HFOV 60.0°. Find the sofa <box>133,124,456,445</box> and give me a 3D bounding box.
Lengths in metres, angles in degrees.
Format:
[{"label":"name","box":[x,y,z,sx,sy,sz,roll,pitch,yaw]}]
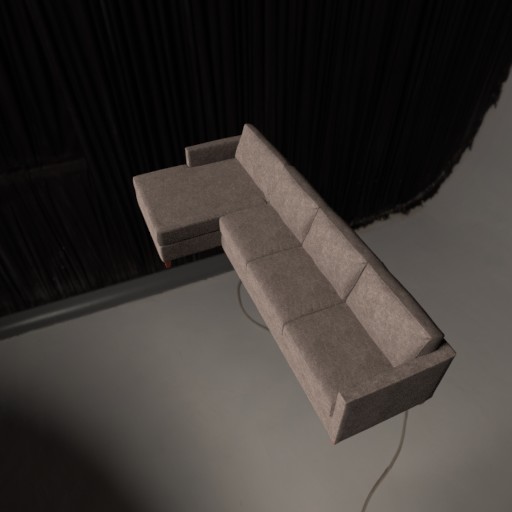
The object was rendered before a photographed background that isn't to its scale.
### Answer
[{"label":"sofa","box":[0.000,0.000,4.184,1.606,0.954,3.471,-17,47,-17]}]
